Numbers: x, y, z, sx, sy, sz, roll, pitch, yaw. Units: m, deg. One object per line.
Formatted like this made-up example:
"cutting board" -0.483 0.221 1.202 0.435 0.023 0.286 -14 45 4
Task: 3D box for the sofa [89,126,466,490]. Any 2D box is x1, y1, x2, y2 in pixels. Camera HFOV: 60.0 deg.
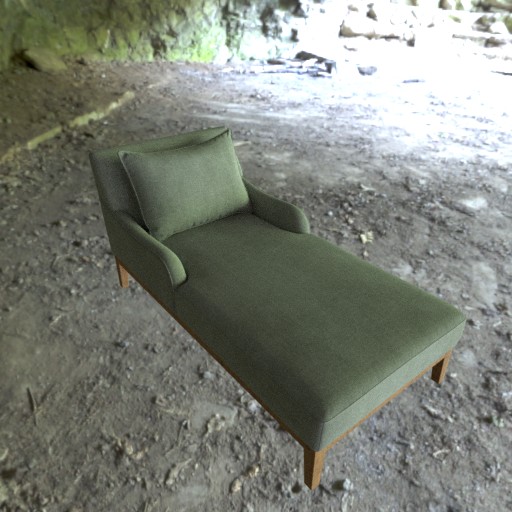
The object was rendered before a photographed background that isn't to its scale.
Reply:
"sofa" 0.000 0.000 2.191 0.894 0.859 1.779 -22 37 -32
